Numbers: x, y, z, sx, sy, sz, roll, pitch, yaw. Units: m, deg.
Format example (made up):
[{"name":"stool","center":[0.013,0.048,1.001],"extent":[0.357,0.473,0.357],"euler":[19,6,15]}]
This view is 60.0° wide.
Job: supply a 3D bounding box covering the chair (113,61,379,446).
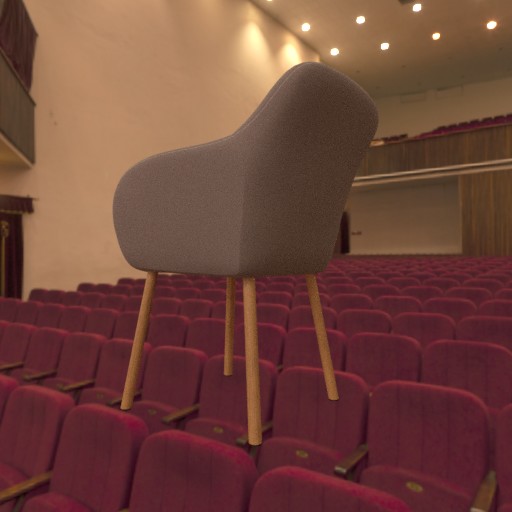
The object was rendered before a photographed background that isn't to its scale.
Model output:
[{"name":"chair","center":[0.000,0.000,1.214],"extent":[0.590,0.830,0.570],"euler":[0,0,36]}]
